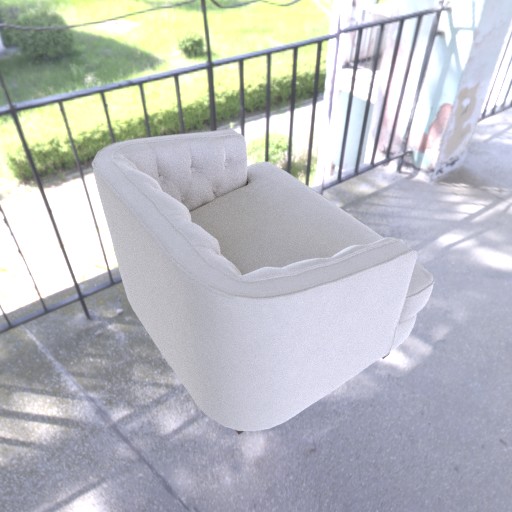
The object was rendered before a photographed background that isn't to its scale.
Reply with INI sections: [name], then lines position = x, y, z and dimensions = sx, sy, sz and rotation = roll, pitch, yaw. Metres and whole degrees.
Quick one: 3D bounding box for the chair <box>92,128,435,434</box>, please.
[chair]
position = 0.000, 0.000, 1.798
dimensions = 0.941, 0.852, 1.104
rotation = -25, 48, -26
